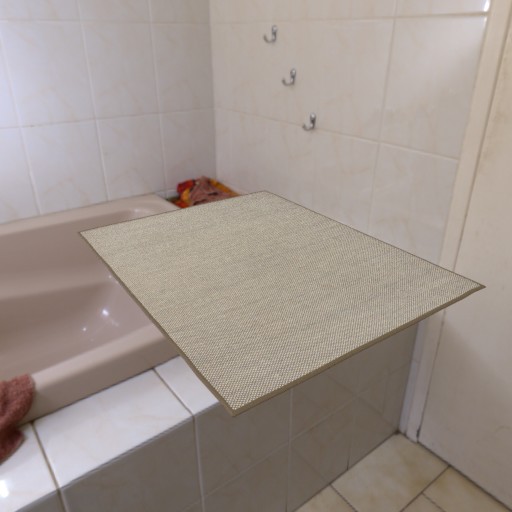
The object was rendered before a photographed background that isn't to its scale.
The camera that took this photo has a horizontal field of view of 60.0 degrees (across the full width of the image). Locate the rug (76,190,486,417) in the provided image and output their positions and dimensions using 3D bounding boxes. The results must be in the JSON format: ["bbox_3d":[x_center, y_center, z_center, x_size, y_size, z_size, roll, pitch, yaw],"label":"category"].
[{"bbox_3d":[0.000,0.000,4.066,2.413,0.020,3.041,-17,31,-31],"label":"rug"}]
